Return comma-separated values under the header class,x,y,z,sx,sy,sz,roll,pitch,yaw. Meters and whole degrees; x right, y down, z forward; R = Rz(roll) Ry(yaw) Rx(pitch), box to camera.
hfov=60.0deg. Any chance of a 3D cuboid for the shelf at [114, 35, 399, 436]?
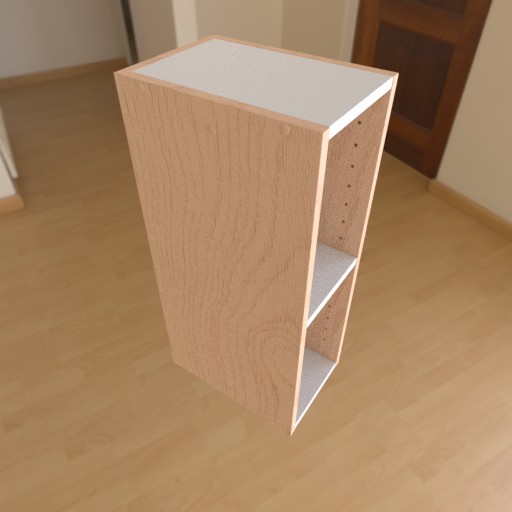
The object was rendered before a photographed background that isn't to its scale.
class,x,y,z,sx,sy,sz,roll,pitch,yaw
shelf,0.000,0.000,0.742,0.290,0.600,0.200,24,47,25
